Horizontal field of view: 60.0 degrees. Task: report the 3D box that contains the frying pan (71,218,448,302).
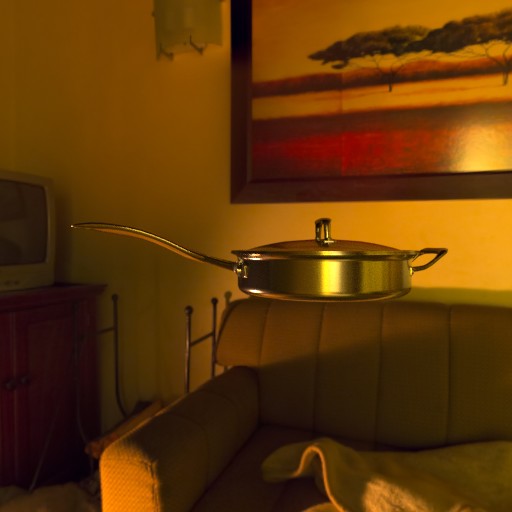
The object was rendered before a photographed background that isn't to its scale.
[{"bbox_3d":[0.000,0.000,0.678,0.561,0.114,0.280,0,1,0],"label":"frying pan"}]
